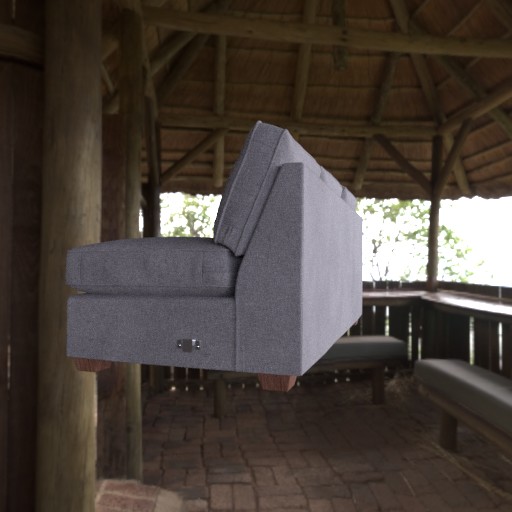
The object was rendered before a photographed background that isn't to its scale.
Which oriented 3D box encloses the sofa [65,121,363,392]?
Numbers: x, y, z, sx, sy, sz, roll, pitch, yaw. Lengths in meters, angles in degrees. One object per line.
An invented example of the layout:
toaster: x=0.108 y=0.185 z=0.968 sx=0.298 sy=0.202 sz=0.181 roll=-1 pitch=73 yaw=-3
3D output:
sofa: x=0.000 y=0.000 z=2.559 sx=1.027 sy=0.973 sz=1.962 roll=0 pitch=-1 yaw=19
